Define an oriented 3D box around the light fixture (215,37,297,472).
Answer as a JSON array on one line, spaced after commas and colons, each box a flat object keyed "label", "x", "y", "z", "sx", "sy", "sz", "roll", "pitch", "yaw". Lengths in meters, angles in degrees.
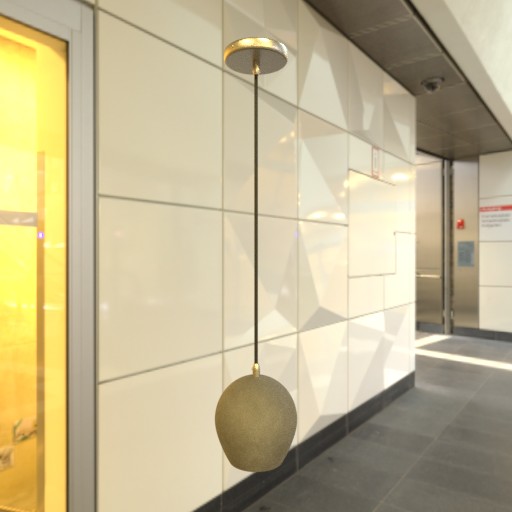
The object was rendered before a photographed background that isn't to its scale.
[{"label": "light fixture", "x": 0.000, "y": 0.000, "z": 0.828, "sx": 0.153, "sy": 0.760, "sz": 0.153, "roll": 0, "pitch": 0, "yaw": 18}]
